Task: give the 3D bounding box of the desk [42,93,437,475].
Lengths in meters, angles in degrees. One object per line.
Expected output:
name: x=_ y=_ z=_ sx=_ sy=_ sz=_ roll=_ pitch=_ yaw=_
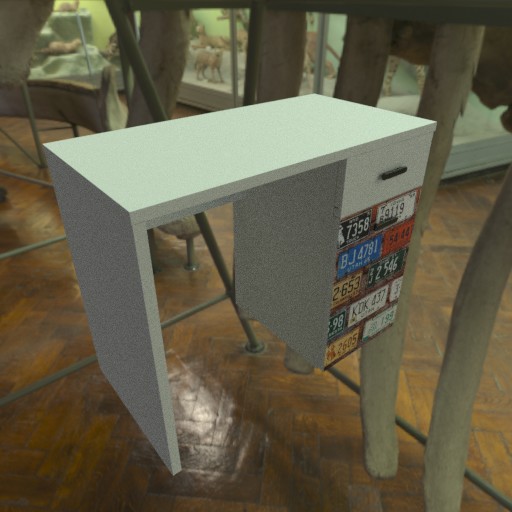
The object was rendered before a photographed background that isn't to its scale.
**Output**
desk: x=0.000 y=0.000 z=1.307 sx=0.898 sy=0.730 sz=0.482 roll=-23 pitch=38 yaw=-32
